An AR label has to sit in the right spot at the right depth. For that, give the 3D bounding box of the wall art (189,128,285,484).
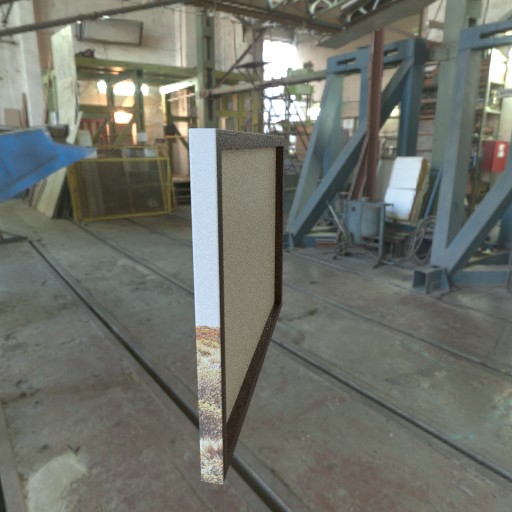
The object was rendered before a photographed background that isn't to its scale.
[{"bbox_3d":[0.000,0.000,1.439,0.051,0.761,1.138,2,14,10],"label":"wall art"}]
